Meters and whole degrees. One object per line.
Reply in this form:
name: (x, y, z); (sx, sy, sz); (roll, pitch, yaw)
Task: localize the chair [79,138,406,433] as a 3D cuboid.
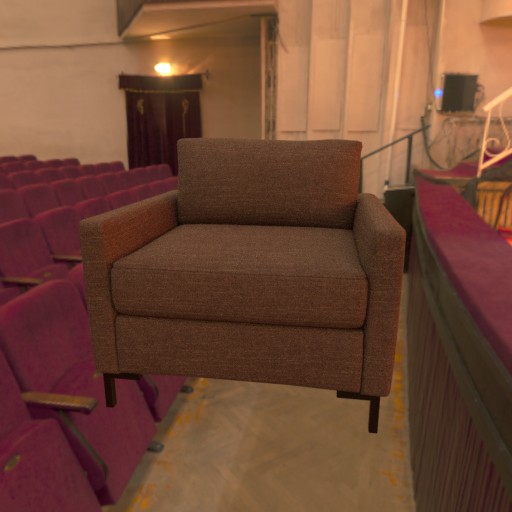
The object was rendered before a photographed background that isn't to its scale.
chair: (0.000, 0.000, 1.630); (0.940, 0.841, 0.845); (2, 15, 9)
